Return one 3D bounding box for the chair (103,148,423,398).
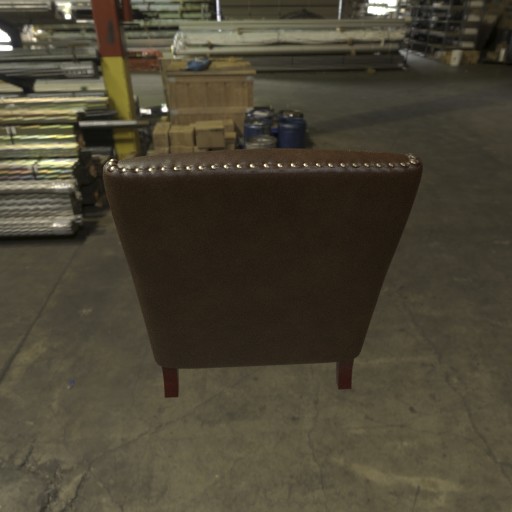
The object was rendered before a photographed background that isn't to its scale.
[{"bbox_3d":[0.000,0.000,1.325,0.639,0.813,0.704,-2,30,-3],"label":"chair"}]
